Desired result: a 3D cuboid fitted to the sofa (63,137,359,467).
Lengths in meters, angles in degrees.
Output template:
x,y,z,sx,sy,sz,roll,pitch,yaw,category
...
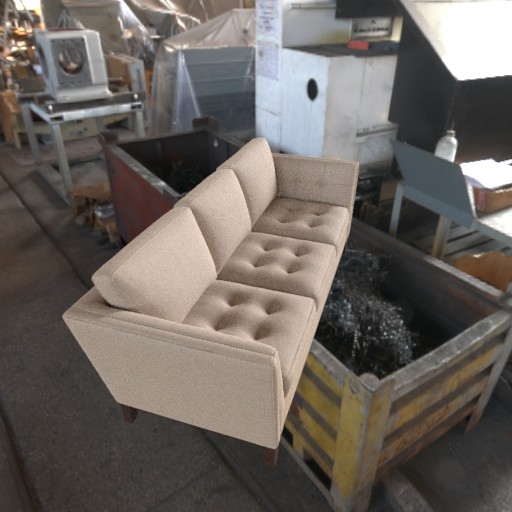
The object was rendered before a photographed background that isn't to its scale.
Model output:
x,y,z,sx,sy,sz,roll,pitch,yaw,category
0.000,0.000,2.890,0.965,0.940,2.388,10,33,16,sofa
